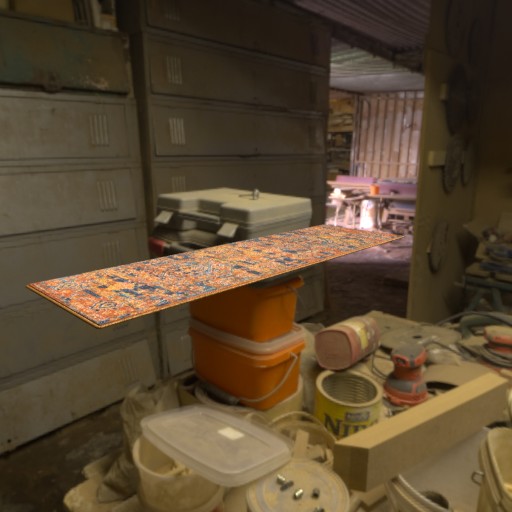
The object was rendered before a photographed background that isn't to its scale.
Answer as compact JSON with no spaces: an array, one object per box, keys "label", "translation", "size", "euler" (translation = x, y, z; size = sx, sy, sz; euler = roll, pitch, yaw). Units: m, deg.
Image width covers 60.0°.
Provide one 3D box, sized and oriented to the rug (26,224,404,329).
[{"label":"rug","translation":[0.000,0.000,2.043],"size":[0.556,0.013,1.820],"euler":[13,19,43]}]
